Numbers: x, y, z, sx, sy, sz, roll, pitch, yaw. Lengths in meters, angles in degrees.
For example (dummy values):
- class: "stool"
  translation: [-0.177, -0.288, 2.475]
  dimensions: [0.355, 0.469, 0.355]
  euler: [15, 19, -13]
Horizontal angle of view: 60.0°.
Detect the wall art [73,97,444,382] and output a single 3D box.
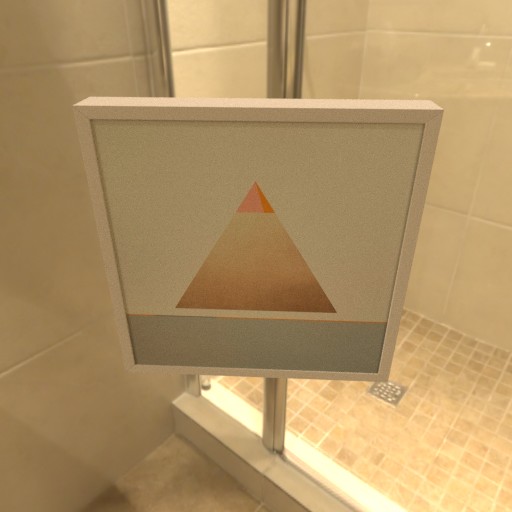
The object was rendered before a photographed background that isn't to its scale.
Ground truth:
- class: "wall art"
  translation: [0.000, 0.000, 0.457]
  dimensions: [0.305, 0.304, 0.038]
  euler: [2, 30, 3]
